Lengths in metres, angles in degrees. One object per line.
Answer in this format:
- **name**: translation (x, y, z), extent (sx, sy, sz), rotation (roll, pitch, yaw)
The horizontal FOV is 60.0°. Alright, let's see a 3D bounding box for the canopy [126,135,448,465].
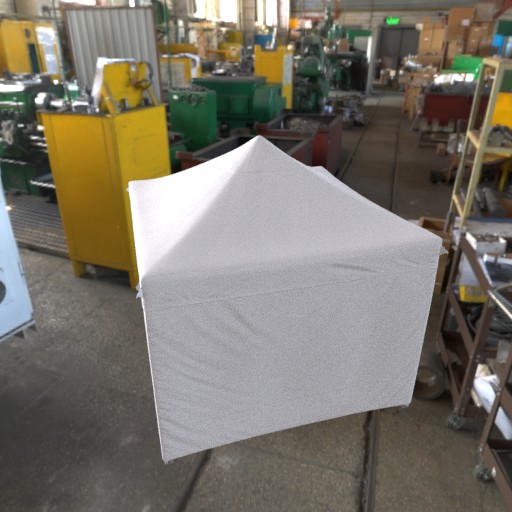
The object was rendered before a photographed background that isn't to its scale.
- **canopy**: translation (0.000, 0.000, 5.576), extent (3.043, 2.997, 3.121), rotation (-7, 27, -15)
